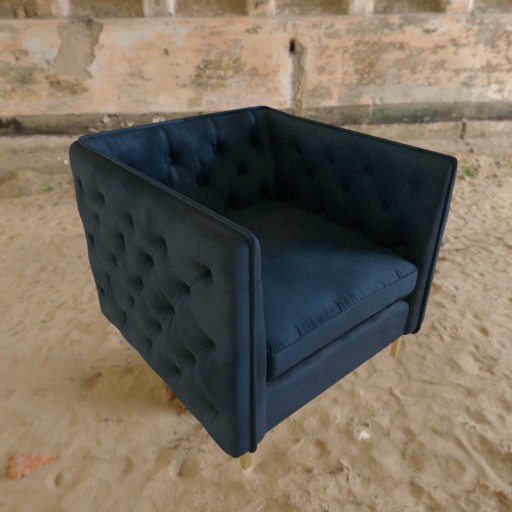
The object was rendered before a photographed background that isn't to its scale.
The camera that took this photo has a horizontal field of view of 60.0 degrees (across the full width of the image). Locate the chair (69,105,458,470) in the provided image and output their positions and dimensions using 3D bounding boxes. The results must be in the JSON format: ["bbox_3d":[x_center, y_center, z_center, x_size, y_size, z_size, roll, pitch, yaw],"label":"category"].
[{"bbox_3d":[0.000,0.000,1.491,0.868,0.771,0.877,-23,37,-34],"label":"chair"}]
